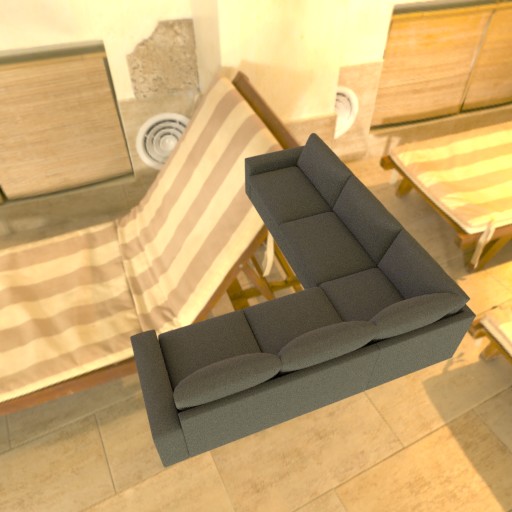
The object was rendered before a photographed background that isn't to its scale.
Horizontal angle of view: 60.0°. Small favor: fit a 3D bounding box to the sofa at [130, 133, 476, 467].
[{"bbox_3d":[0.000,0.000,4.796,2.895,0.965,3.277,-15,47,-15],"label":"sofa"}]
